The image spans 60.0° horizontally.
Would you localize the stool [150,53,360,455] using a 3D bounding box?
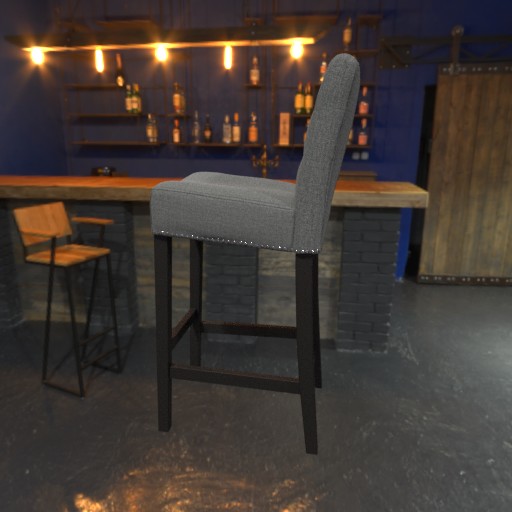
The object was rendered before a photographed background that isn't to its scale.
[{"bbox_3d":[0.000,0.000,1.324,0.548,1.047,0.411,3,16,9],"label":"stool"}]
